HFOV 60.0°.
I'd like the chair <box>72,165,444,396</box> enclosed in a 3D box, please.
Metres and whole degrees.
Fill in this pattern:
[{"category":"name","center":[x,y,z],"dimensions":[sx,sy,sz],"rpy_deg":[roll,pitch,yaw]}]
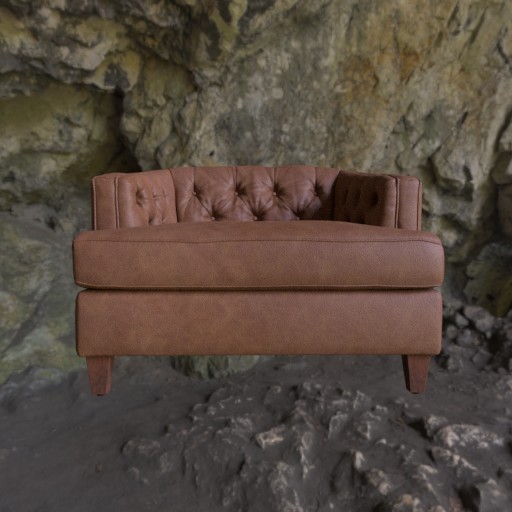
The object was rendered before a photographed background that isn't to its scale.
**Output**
[{"category":"chair","center":[0.000,0.000,1.729],"dimensions":[1.119,0.836,0.911],"rpy_deg":[0,1,-1]}]
